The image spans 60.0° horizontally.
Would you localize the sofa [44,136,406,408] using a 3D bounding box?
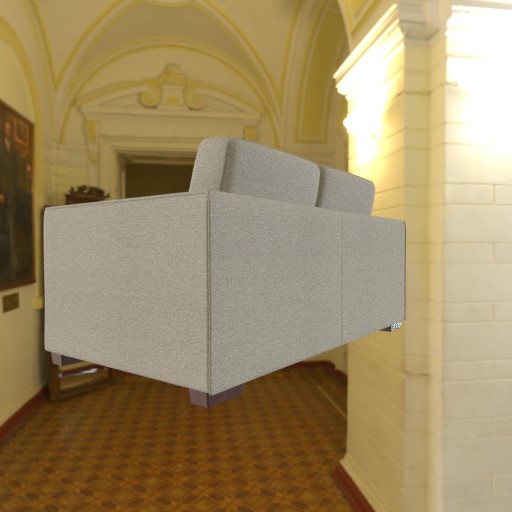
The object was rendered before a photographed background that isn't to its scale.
[{"bbox_3d":[0.000,0.000,2.362,1.007,0.924,1.812,1,1,37],"label":"sofa"}]
